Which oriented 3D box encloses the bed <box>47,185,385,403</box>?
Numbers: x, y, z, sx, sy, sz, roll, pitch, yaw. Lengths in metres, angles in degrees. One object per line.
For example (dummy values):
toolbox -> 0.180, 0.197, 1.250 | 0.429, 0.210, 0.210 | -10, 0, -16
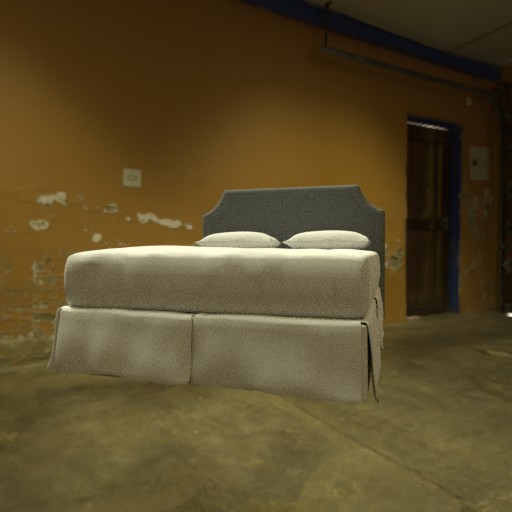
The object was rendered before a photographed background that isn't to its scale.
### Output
bed -> 0.000, 0.000, 3.263 | 1.811, 1.296, 2.259 | 0, 1, 17
